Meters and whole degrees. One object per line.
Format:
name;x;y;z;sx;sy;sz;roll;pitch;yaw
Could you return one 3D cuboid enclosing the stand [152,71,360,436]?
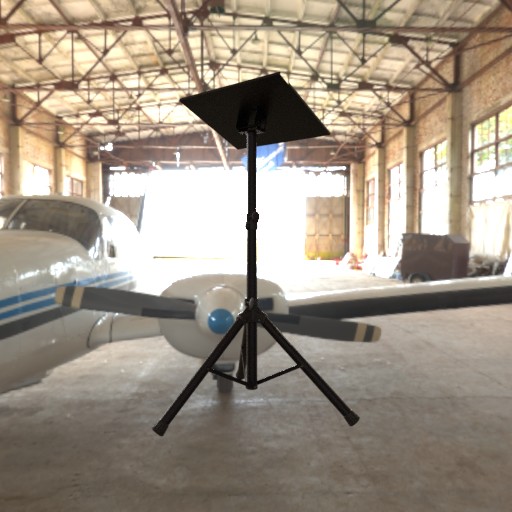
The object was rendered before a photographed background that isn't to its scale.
stand;0.000;0.000;1.636;0.702;1.198;0.702;1;2;36
